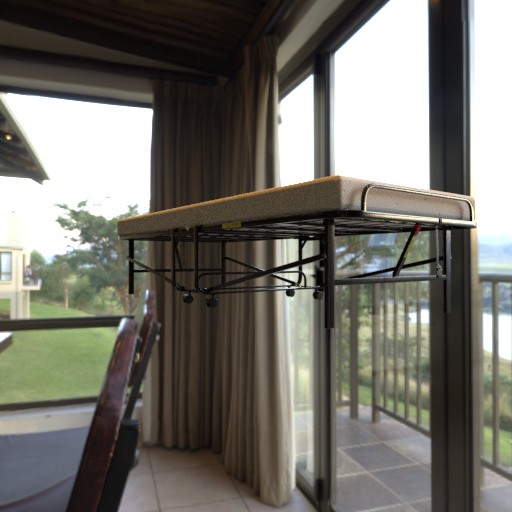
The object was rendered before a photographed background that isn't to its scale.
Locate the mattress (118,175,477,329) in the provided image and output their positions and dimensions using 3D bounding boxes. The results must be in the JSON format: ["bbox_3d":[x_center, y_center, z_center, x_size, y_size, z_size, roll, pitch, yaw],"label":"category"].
[{"bbox_3d":[0.000,0.000,2.527,0.922,0.519,2.153,0,-1,-37],"label":"mattress"}]
